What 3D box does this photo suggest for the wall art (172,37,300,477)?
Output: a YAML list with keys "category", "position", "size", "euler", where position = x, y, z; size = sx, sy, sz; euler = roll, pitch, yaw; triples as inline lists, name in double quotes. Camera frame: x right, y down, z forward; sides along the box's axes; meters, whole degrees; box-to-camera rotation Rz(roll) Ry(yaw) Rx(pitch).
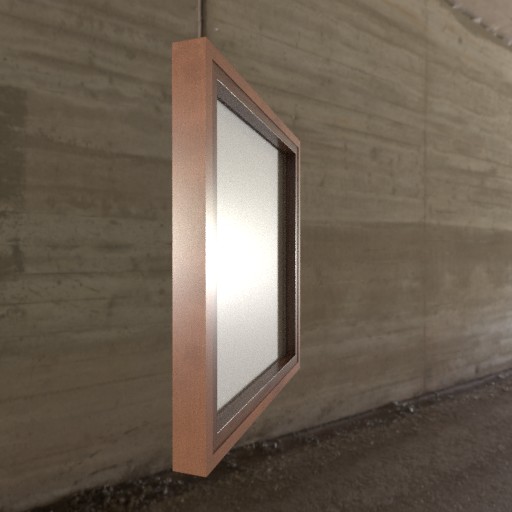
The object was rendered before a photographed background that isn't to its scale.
- category: "wall art"
  position: [0.000, 0.000, 0.602]
  size: [0.035, 0.403, 0.403]
  euler: [0, 1, 18]
